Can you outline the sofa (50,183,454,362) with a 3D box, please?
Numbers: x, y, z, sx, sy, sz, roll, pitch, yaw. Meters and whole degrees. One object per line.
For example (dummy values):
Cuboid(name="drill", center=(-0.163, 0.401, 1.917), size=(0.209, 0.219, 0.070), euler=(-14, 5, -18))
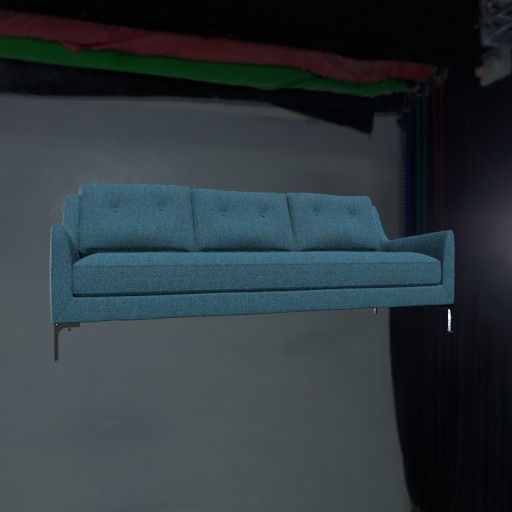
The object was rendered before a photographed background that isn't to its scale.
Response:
Cuboid(name="sofa", center=(0.000, 0.000, 2.498), size=(2.060, 0.837, 0.849), euler=(0, 1, -19))
